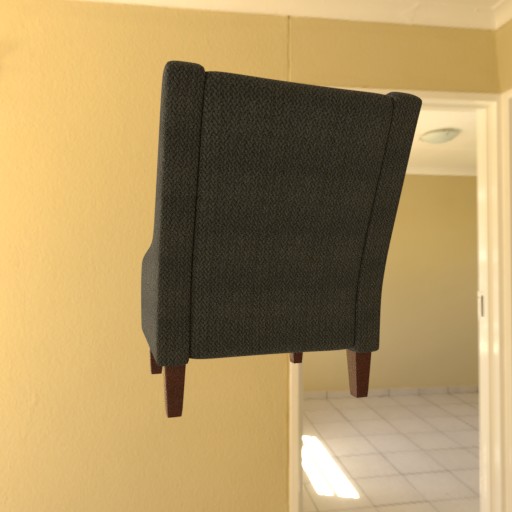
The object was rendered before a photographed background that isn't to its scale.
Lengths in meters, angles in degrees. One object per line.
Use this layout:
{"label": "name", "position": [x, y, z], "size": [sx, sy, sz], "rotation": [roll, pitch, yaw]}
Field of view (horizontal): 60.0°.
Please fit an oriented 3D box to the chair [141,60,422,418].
{"label": "chair", "position": [0.000, 0.000, 1.677], "size": [0.793, 1.012, 0.944], "rotation": [0, -1, -18]}
